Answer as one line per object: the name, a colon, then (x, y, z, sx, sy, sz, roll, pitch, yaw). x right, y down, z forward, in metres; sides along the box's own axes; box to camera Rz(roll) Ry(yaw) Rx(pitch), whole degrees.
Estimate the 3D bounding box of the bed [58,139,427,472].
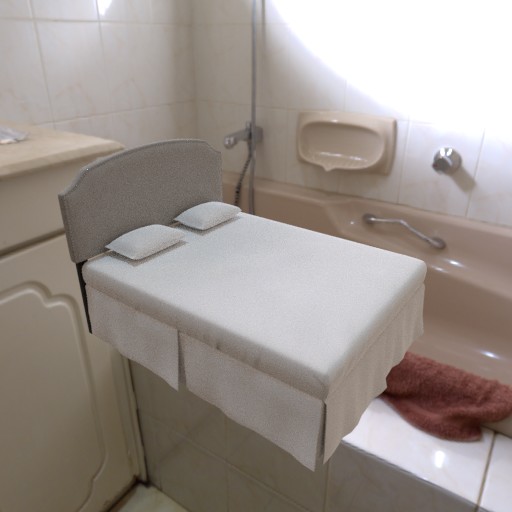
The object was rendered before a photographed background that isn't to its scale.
bed: (0.000, 0.000, 3.000, 1.999, 1.270, 1.558, 18, 31, 32)
